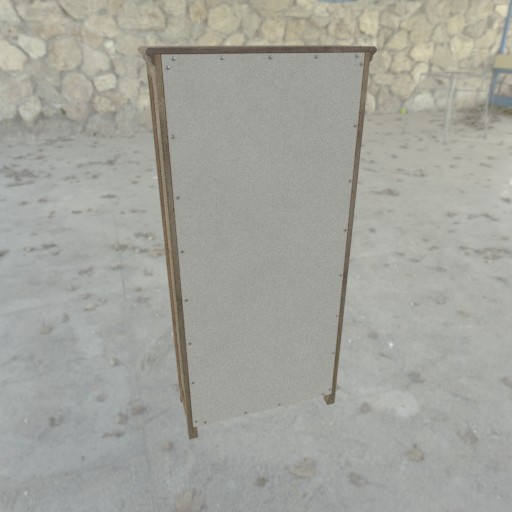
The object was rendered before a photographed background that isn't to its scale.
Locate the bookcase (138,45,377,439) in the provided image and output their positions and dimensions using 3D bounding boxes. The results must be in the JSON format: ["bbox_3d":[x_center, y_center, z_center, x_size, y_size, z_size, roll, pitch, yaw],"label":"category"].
[{"bbox_3d":[0.000,0.000,2.197,0.906,1.880,0.348,-8,27,-16],"label":"bookcase"}]
